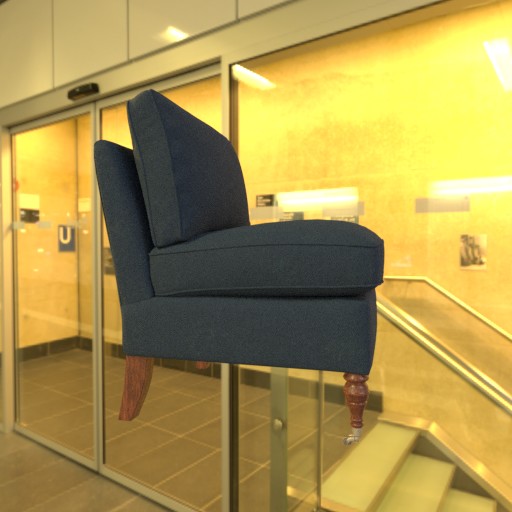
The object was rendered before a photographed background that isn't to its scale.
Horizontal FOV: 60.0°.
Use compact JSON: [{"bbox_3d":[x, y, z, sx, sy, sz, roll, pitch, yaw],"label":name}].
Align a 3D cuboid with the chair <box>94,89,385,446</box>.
[{"bbox_3d":[0.000,0.000,1.638,0.912,1.052,0.724,0,2,16],"label":"chair"}]
